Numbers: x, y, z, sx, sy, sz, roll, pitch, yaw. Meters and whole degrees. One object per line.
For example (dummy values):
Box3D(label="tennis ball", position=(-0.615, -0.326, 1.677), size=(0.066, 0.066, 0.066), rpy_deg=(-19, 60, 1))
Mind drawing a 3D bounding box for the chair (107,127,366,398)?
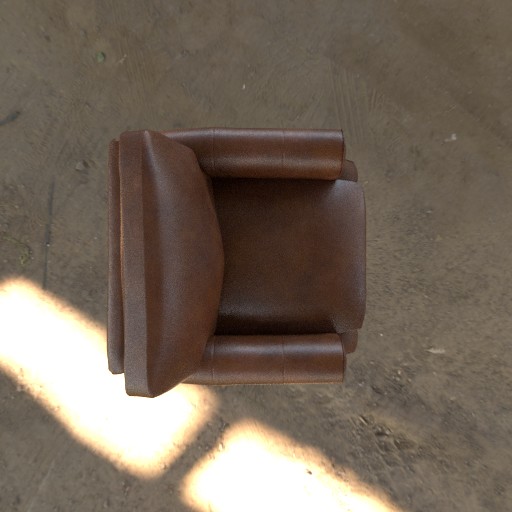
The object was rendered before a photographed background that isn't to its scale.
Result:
Box3D(label="chair", position=(0.000, 0.000, 1.786), size=(0.992, 0.972, 0.989), rpy_deg=(0, 89, 0))
